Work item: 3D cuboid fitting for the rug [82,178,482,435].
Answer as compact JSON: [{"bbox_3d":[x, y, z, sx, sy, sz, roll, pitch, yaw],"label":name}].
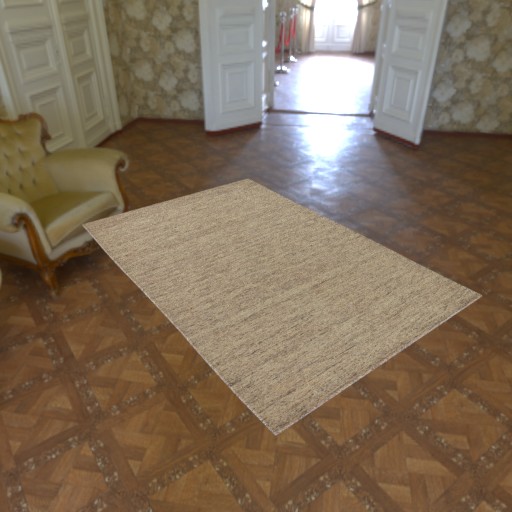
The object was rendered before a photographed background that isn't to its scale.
[{"bbox_3d":[0.000,0.000,2.933,1.547,0.013,2.283,-21,37,-31],"label":"rug"}]
